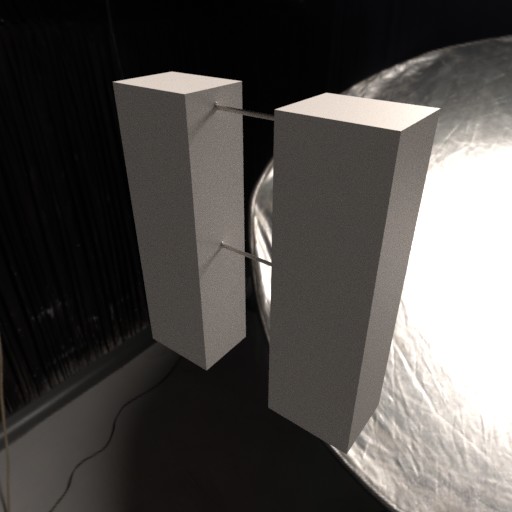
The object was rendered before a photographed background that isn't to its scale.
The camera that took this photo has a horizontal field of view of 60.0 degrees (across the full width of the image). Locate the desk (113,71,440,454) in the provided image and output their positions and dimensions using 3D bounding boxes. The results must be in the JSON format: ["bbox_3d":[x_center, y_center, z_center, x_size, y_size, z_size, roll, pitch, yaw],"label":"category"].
[{"bbox_3d":[0.000,0.000,2.853,1.770,2.000,0.480,21,37,31],"label":"desk"}]
